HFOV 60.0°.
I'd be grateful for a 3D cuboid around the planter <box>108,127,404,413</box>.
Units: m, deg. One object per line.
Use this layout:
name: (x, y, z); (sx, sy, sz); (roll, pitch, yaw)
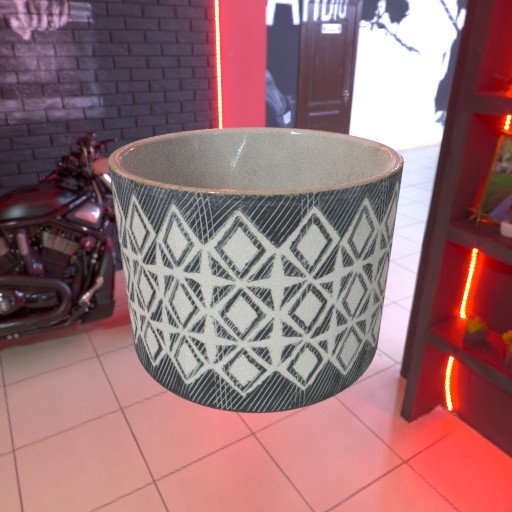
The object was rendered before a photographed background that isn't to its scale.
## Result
planter: (0.000, 0.000, 0.220); (0.126, 0.104, 0.126); (0, 25, 0)
